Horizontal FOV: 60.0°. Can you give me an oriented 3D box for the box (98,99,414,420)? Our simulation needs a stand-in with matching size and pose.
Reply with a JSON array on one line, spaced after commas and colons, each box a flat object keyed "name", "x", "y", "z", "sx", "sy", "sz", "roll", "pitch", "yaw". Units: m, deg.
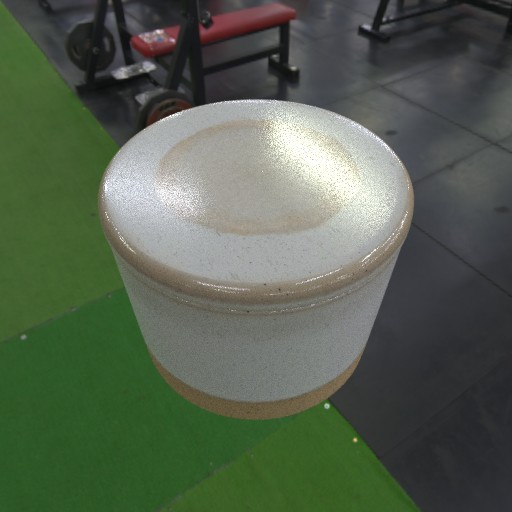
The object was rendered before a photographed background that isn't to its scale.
[{"name": "box", "x": 0.000, "y": 0.000, "z": 0.262, "sx": 0.154, "sy": 0.123, "sz": 0.154, "roll": 0, "pitch": 46, "yaw": 0}]
